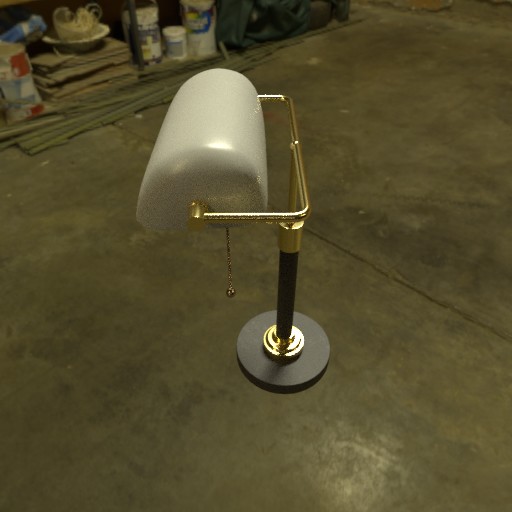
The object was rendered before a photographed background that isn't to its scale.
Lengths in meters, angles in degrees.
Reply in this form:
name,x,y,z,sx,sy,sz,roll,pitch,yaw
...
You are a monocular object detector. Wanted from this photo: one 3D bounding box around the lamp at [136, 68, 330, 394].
name,x,y,z,sx,sy,sz,roll,pitch,yaw
lamp,0.000,0.000,0.559,0.227,0.404,0.269,0,41,0
